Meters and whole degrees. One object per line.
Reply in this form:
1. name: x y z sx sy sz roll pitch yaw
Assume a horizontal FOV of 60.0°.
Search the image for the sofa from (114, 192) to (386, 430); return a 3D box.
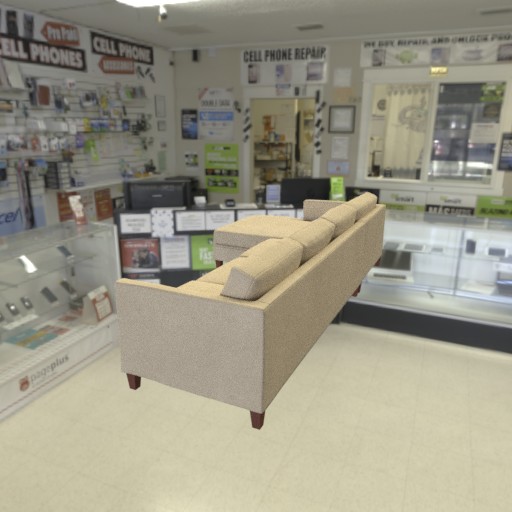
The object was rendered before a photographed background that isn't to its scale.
1. sofa: 0.000 0.000 3.845 1.625 0.846 3.186 8 18 25
